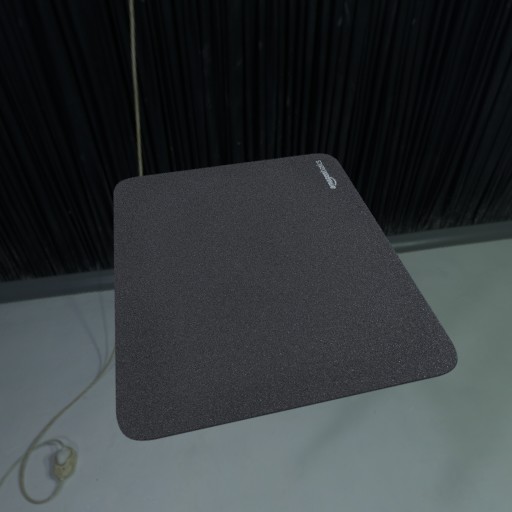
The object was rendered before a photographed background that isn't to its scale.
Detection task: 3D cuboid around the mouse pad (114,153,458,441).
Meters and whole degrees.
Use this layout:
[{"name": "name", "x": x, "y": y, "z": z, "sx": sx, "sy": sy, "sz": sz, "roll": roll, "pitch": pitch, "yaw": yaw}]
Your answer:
[{"name": "mouse pad", "x": 0.000, "y": 0.000, "z": 0.432, "sx": 0.269, "sy": 0.002, "sz": 0.315, "roll": -9, "pitch": 47, "yaw": -9}]
